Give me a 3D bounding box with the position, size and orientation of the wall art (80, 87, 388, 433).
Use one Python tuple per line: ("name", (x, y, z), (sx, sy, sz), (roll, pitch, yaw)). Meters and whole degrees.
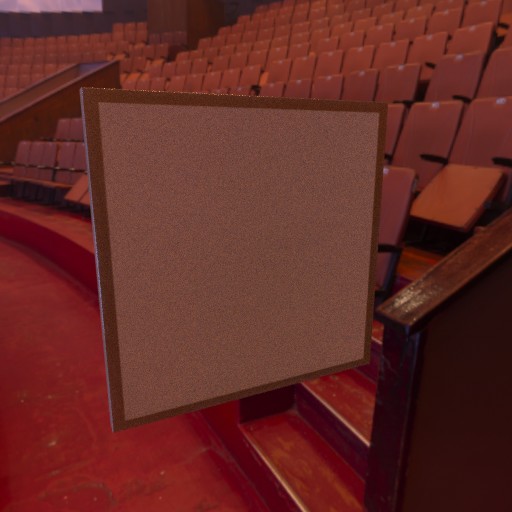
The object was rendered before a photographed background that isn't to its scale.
("wall art", (0.000, 0.000, 1.121), (0.762, 0.760, 0.037), (-7, 16, -25))
